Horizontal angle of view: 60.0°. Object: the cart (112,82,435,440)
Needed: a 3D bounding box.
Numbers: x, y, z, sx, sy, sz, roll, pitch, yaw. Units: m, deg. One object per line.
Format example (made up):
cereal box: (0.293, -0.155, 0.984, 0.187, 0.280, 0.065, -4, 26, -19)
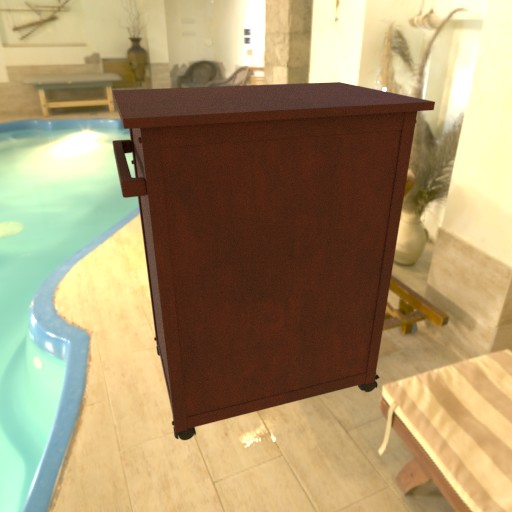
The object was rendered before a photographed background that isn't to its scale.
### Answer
cart: (0.000, 0.000, 1.260, 0.683, 0.864, 0.442, -9, 28, -16)
